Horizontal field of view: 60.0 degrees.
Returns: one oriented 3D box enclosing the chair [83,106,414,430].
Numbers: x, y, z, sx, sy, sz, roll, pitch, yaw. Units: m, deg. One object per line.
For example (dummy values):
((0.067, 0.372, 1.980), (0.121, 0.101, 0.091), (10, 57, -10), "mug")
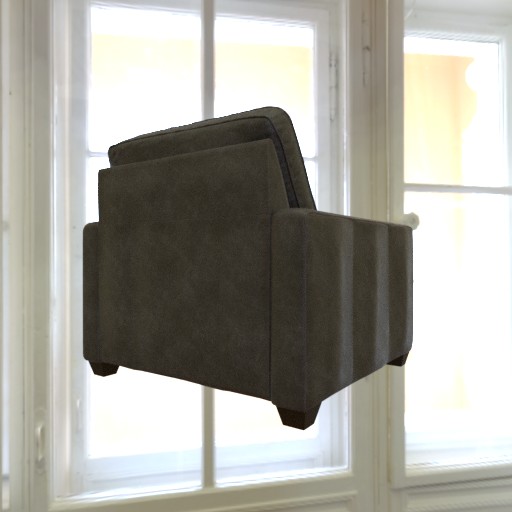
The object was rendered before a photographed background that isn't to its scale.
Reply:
((0.000, 0.000, 1.787), (1.006, 0.916, 0.939), (0, 1, 36), "chair")
